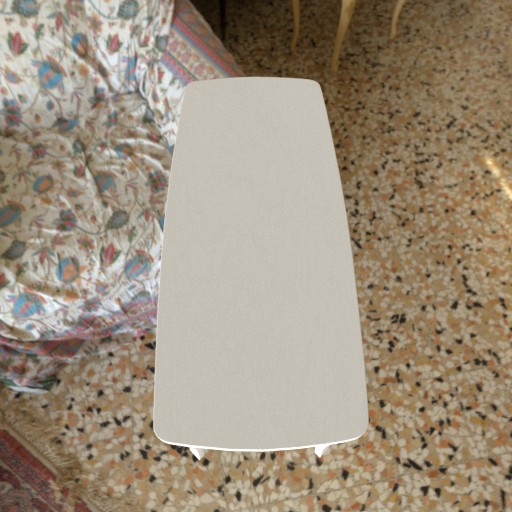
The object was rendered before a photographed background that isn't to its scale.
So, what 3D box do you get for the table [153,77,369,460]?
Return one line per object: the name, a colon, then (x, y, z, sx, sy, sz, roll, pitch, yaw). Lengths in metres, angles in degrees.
table: (0.000, 0.000, 1.568, 0.561, 0.474, 1.334, -1, 59, -1)
